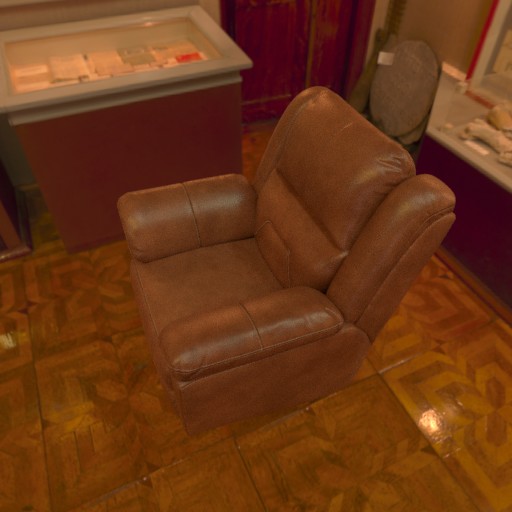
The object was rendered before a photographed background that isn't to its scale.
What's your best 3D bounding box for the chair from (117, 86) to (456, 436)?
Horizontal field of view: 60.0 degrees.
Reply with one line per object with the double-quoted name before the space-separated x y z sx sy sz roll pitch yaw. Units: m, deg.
"chair" 0.000 0.000 1.859 1.041 1.093 0.990 -16 47 -16
